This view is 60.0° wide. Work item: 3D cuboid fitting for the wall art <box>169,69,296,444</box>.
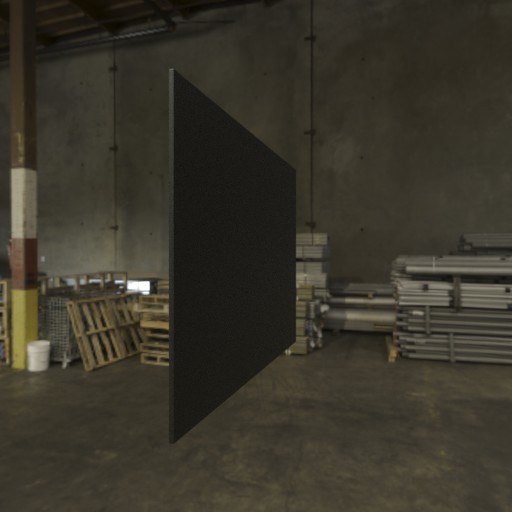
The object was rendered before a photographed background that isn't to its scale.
[{"bbox_3d":[0.000,0.000,1.524,0.013,0.811,1.192,0,0,18],"label":"wall art"}]
